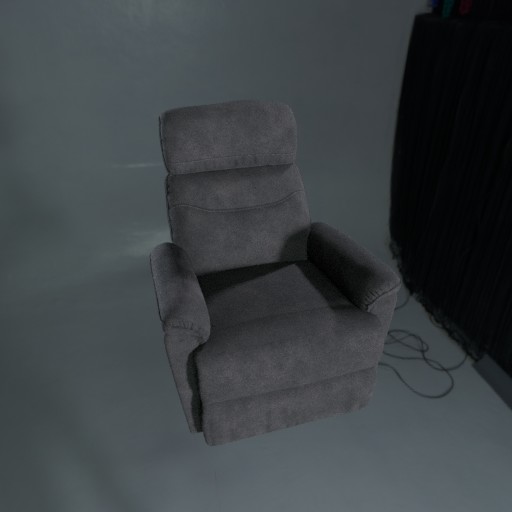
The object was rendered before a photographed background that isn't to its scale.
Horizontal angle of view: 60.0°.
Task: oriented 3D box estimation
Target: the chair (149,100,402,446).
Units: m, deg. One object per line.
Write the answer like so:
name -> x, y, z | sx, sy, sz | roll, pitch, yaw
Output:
chair -> 0.000, 0.000, 1.778 | 0.830, 1.035, 1.009 | -8, 31, -14
